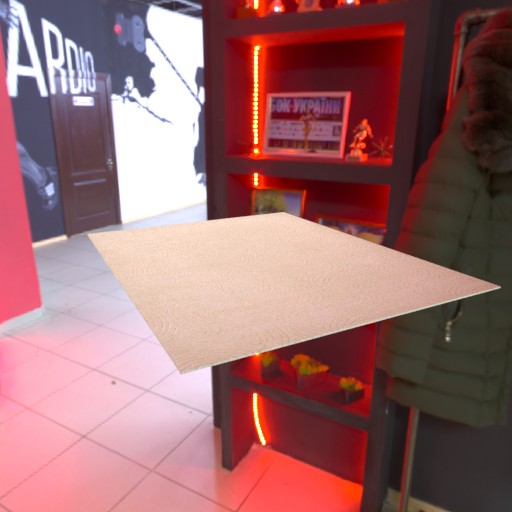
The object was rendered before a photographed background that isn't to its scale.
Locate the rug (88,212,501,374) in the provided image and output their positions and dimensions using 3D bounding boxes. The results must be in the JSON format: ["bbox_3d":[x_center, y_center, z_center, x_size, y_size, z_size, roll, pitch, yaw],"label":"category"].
[{"bbox_3d":[0.000,0.000,3.373,2.073,0.011,2.584,-9,19,-27],"label":"rug"}]
